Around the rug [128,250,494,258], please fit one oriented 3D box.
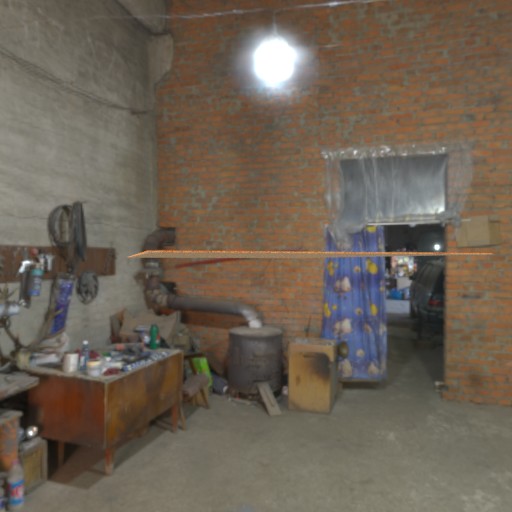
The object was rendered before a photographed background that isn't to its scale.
[{"bbox_3d":[0.000,0.000,2.861,1.524,0.006,2.285,0,-1,-18],"label":"rug"}]
